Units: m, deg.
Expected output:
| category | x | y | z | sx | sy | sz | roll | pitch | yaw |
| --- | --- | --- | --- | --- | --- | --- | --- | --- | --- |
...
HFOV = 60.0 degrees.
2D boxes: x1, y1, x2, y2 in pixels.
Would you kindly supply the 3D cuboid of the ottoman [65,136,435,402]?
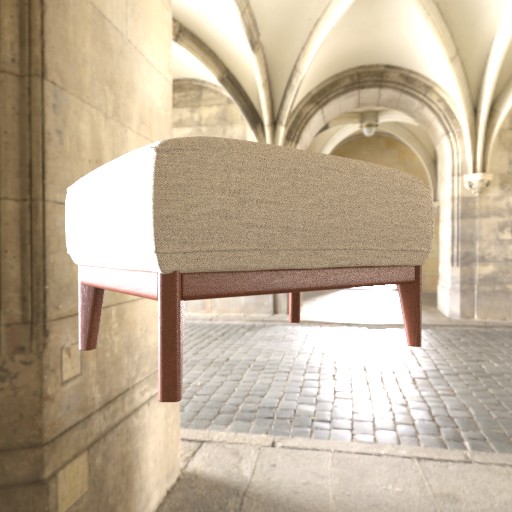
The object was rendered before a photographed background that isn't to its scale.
| category | x | y | z | sx | sy | sz | roll | pitch | yaw |
| --- | --- | --- | --- | --- | --- | --- | --- | --- | --- |
| ottoman | 0.000 | 0.000 | 1.125 | 0.794 | 0.465 | 0.594 | -1 | 1 | -37 |
